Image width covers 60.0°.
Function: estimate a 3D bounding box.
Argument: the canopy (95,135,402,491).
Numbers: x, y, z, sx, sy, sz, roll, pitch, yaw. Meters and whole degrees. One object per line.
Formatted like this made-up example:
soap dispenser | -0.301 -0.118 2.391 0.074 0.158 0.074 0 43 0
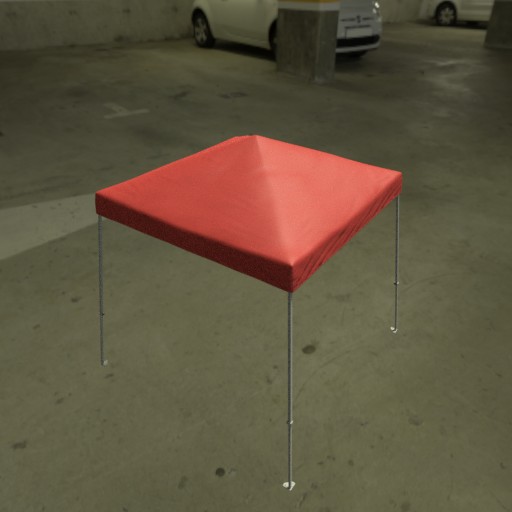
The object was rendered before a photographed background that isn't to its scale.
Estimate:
canopy | 0.000 0.000 5.195 2.848 2.849 2.849 21 37 30
